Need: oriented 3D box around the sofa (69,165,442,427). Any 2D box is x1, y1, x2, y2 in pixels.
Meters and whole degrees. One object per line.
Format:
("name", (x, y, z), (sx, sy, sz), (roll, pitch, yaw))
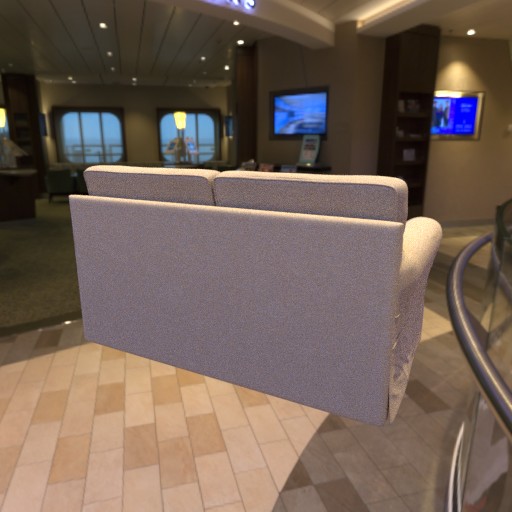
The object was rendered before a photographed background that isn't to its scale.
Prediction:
("sofa", (0.000, 0.000, 2.354), (1.727, 0.940, 0.991), (8, 17, 27))
